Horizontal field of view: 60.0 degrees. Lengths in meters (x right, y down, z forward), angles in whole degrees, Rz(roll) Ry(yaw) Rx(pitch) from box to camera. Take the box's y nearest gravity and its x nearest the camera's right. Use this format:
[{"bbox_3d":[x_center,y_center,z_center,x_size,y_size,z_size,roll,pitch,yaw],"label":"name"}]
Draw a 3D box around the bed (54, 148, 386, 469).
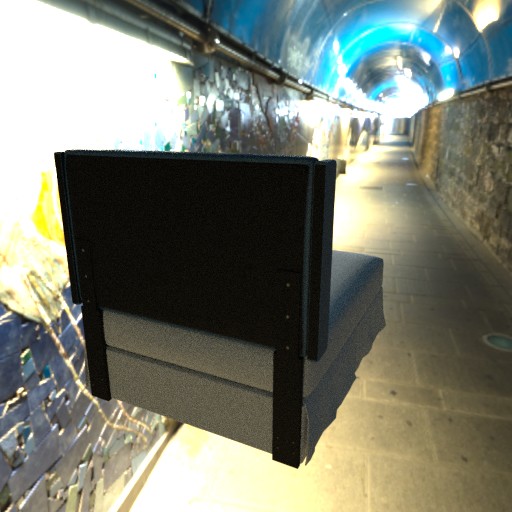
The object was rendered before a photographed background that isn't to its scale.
[{"bbox_3d":[0.000,0.000,3.397,1.719,1.665,2.078,8,18,25],"label":"bed"}]
